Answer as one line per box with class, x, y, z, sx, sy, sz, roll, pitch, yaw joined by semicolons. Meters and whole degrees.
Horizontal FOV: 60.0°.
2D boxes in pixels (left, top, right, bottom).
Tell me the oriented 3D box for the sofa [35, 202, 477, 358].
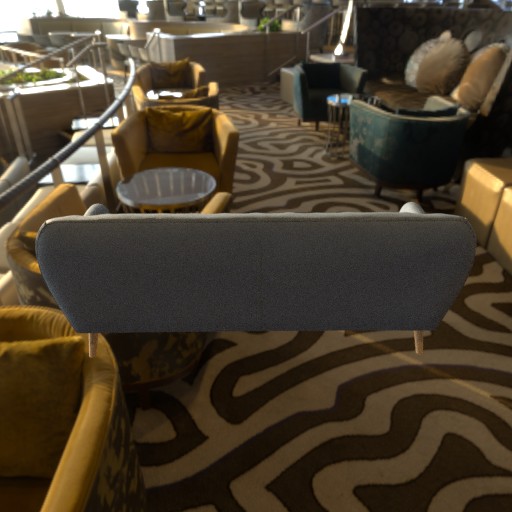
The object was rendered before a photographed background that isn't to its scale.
sofa;0.000;0.000;2.424;1.975;0.832;0.841;0;31;-1
